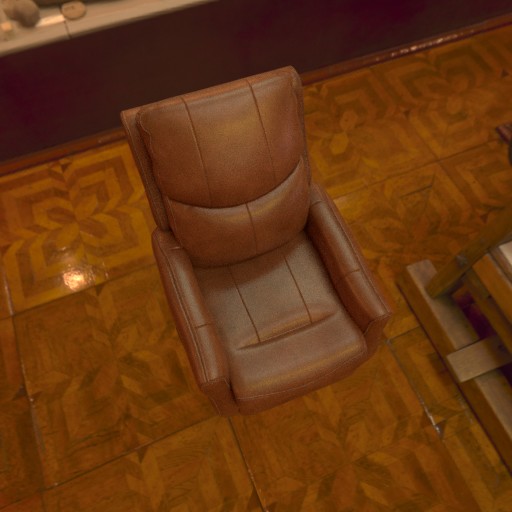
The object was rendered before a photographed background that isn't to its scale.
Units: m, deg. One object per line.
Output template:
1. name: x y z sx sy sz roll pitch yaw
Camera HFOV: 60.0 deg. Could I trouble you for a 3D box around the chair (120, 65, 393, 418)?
1. chair: 0.000 0.000 1.790 0.821 1.016 1.072 -19 66 -9
